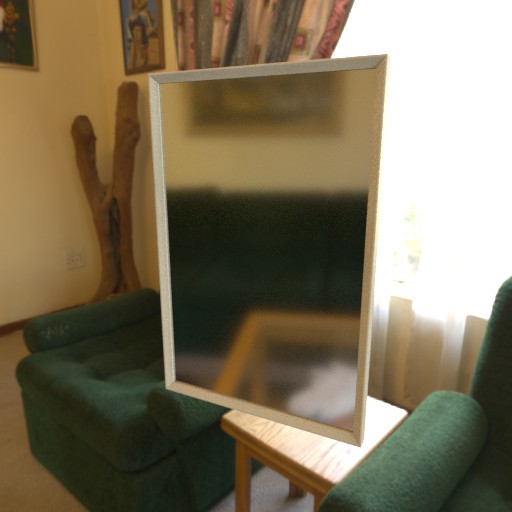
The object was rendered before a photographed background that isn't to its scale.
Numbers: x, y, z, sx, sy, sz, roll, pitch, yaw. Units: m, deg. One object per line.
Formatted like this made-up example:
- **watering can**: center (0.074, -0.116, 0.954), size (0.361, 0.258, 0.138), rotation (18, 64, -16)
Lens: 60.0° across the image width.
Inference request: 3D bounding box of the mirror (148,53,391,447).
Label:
- **mirror**: center (0.000, 0.000, 1.148), size (0.609, 0.915, 0.041), rotation (7, 16, 26)
